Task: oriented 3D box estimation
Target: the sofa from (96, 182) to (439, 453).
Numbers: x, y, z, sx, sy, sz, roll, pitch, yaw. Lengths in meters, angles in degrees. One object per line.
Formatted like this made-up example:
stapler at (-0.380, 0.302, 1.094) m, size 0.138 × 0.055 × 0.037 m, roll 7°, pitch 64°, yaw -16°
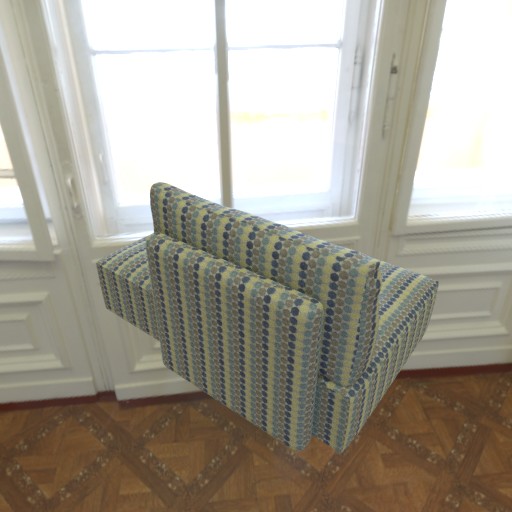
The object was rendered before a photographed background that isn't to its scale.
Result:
sofa at (0.000, 0.000, 2.060) m, size 1.450 × 0.820 × 1.000 m, roll 22°, pitch 37°, yaw 32°
